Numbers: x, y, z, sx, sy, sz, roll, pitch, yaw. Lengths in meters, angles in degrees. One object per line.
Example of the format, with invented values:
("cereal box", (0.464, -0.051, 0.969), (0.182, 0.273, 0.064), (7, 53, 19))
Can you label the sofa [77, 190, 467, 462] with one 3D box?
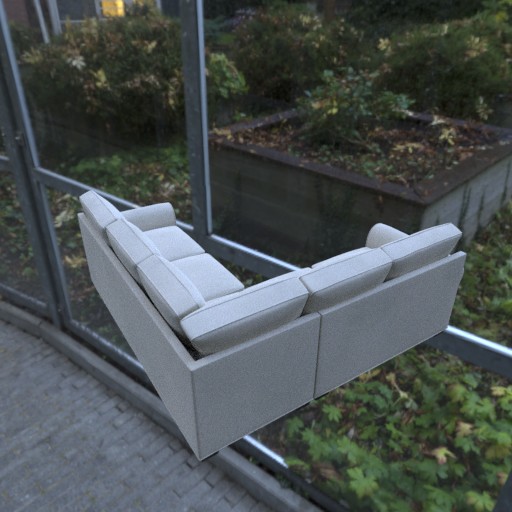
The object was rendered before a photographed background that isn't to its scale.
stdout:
("sofa", (0.000, 0.000, 4.011), (2.487, 1.054, 2.569), (-18, 34, -28))
